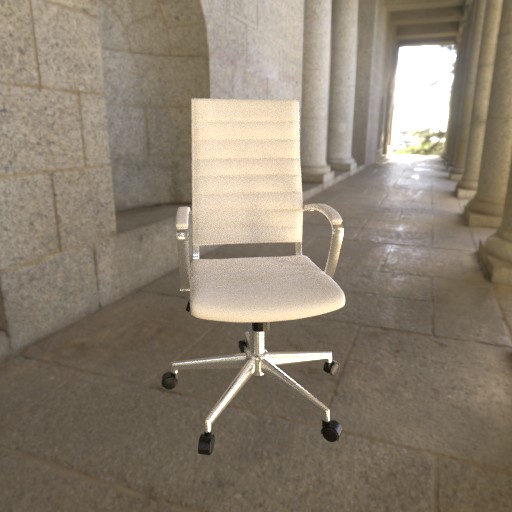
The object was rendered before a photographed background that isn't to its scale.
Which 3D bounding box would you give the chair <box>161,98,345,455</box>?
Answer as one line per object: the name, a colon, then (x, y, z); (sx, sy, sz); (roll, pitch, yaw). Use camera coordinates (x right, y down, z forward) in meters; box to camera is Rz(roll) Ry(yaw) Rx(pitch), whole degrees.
chair: (0.000, 0.000, 1.662); (0.766, 1.149, 0.739); (-2, 16, -8)
